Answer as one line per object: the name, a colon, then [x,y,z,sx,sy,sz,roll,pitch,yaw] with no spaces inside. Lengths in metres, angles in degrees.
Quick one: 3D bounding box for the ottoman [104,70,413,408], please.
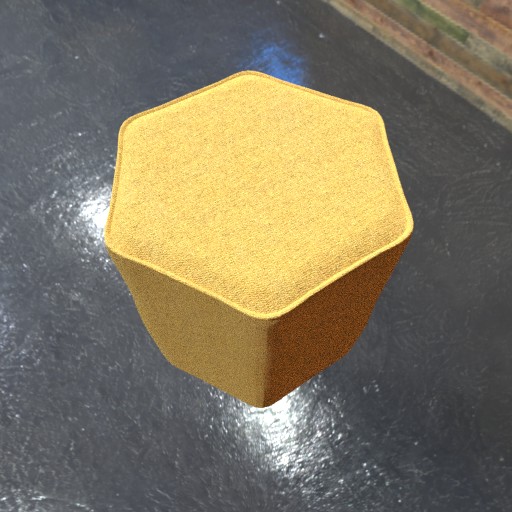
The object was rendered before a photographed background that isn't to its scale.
ottoman: [0.000,0.000,0.873,0.494,0.502,0.443,-29,63,-17]
